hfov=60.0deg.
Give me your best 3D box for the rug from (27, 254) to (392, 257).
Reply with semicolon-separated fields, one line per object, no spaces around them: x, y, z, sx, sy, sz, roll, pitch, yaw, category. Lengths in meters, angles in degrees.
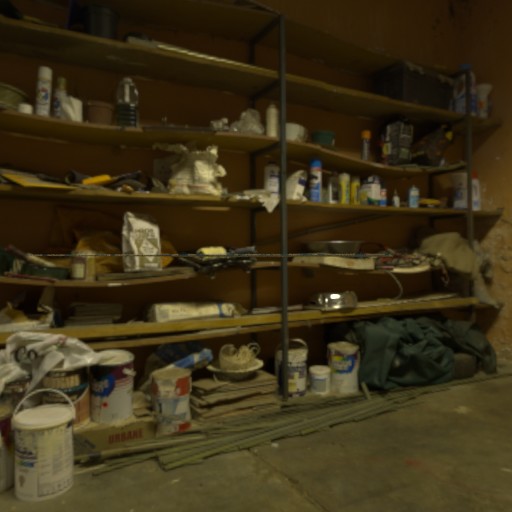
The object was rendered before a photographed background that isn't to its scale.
0.000;0.000;4.158;2.435;0.007;3.007;0;0;18;rug
